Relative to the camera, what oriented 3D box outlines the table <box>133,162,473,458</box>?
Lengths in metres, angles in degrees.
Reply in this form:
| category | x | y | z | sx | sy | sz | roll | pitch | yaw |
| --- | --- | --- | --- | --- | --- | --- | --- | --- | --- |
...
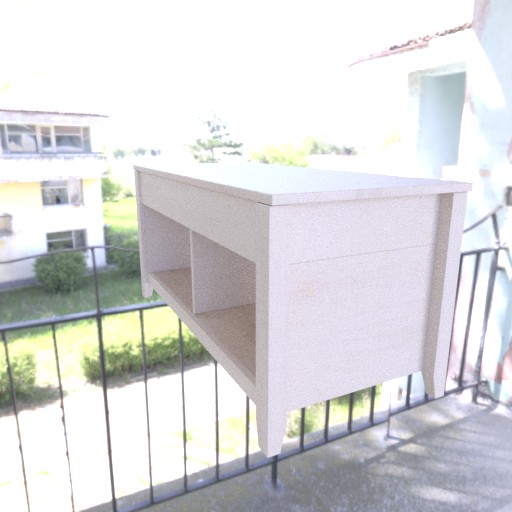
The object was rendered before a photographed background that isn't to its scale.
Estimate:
| category | x | y | z | sx | sy | sz | roll | pitch | yaw |
| --- | --- | --- | --- | --- | --- | --- | --- | --- | --- |
| table | 0.000 | 0.000 | 1.282 | 0.457 | 0.483 | 1.016 | -7 | 16 | -26 |
